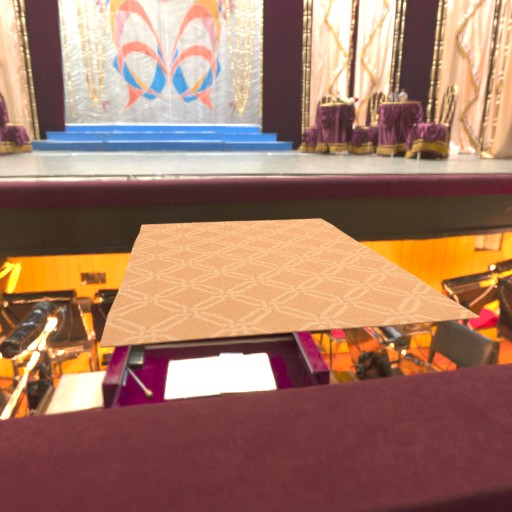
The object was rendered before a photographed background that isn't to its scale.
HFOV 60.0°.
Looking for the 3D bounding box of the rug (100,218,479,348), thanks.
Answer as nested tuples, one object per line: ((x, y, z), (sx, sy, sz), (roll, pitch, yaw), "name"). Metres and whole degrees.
((0.000, 0.000, 2.705), (1.524, 0.013, 2.135), (-3, 16, -10), "rug")
